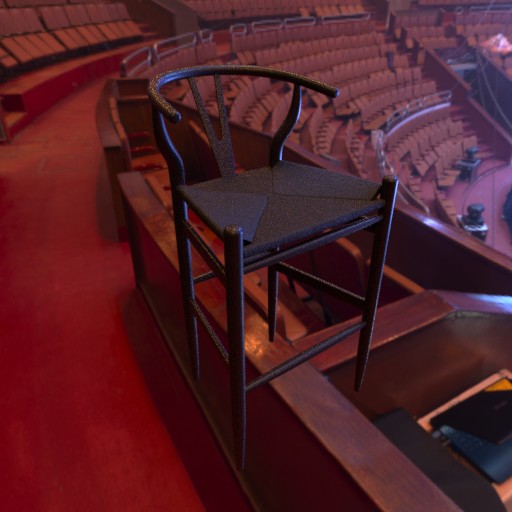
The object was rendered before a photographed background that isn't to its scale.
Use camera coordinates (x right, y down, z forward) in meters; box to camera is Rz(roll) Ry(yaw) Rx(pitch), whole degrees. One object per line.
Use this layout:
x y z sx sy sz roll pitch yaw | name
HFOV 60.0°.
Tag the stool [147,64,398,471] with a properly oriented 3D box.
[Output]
0.000 0.000 1.414 0.569 1.072 0.579 -20 36 -31 | stool
